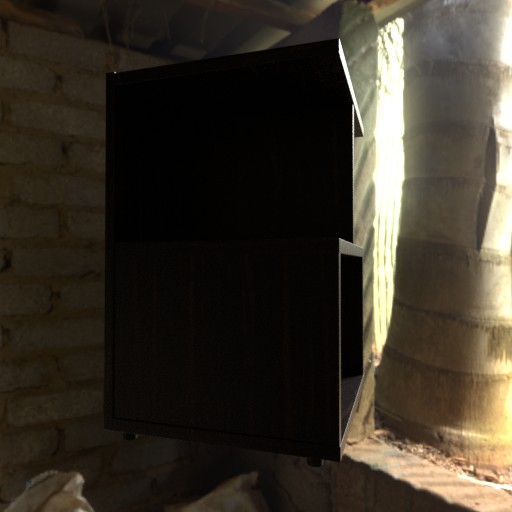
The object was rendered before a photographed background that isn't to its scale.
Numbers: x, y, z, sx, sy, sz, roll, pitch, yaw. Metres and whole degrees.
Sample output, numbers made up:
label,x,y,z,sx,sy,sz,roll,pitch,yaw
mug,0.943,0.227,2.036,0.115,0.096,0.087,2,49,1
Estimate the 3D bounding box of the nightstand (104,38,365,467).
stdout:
label,x,y,z,sx,sy,sz,roll,pitch,yaw
nightstand,0.000,0.000,0.812,0.356,0.559,0.400,0,-1,18
